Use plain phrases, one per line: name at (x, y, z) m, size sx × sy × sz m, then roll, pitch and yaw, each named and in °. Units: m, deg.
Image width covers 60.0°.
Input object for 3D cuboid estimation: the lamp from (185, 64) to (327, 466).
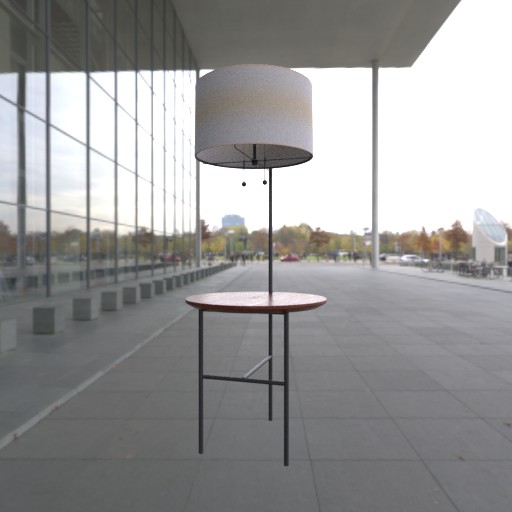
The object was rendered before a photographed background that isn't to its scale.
lamp at (0.000, 0.000, 1.819) m, size 0.573 × 1.517 × 0.573 m, roll 0°, pitch 0°, yaw 0°
